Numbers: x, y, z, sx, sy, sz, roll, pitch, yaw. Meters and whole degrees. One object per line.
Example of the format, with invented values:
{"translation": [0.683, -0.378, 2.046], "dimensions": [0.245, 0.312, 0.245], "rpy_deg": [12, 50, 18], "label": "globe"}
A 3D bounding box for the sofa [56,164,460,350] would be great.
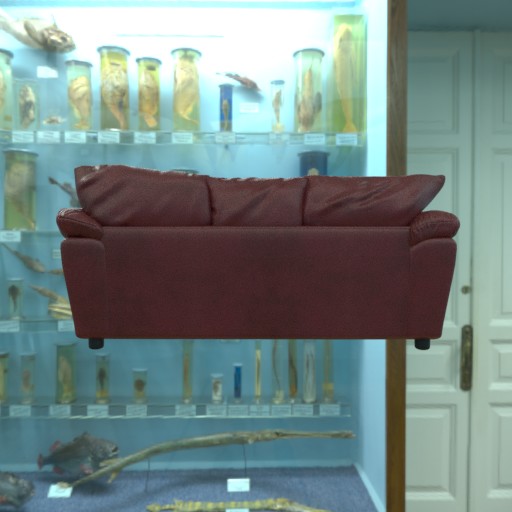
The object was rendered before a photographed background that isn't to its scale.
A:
{"translation": [0.000, 0.000, 2.884], "dimensions": [2.390, 1.091, 0.907], "rpy_deg": [0, 1, 0], "label": "sofa"}
